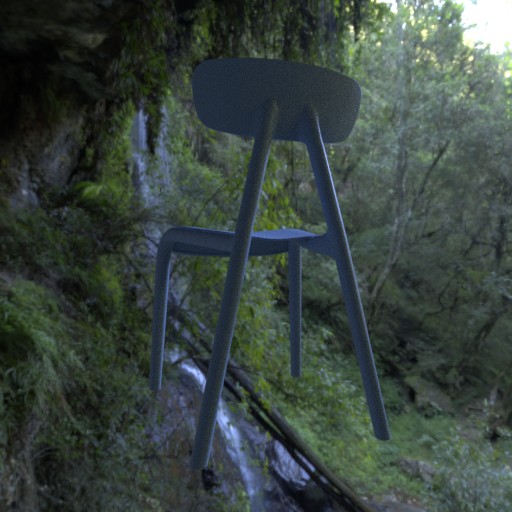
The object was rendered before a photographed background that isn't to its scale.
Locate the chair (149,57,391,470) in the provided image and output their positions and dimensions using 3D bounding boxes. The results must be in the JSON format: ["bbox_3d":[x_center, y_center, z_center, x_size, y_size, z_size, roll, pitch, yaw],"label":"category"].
[{"bbox_3d":[0.000,0.000,0.832,0.356,0.580,0.401,0,0,-19],"label":"chair"}]
